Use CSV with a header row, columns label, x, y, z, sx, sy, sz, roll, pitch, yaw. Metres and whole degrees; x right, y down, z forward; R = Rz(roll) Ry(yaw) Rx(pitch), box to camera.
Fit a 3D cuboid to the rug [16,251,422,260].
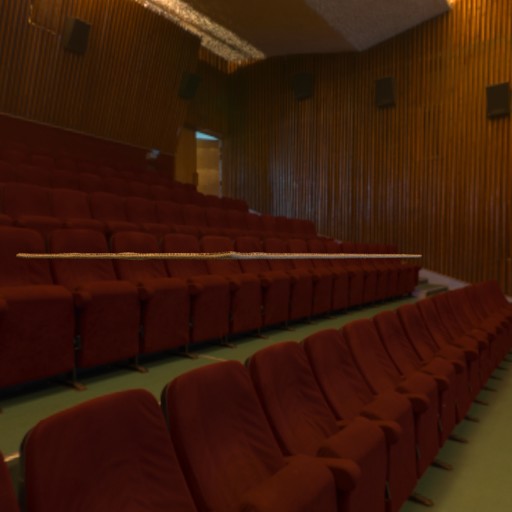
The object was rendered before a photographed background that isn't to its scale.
label,x,y,z,sx,sy,sz,roll,pitch,yaw
rug,0.000,0.000,2.991,1.521,0.034,2.438,0,0,35
